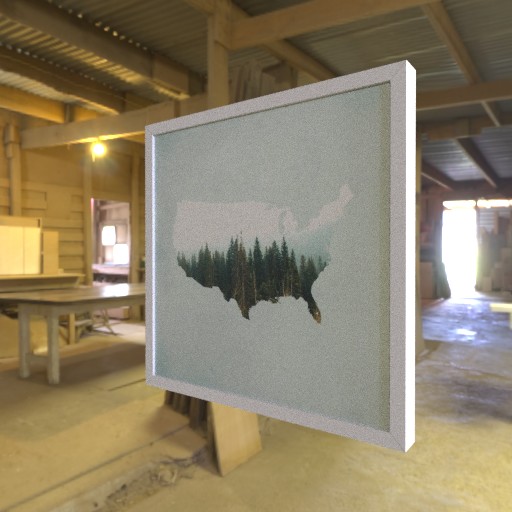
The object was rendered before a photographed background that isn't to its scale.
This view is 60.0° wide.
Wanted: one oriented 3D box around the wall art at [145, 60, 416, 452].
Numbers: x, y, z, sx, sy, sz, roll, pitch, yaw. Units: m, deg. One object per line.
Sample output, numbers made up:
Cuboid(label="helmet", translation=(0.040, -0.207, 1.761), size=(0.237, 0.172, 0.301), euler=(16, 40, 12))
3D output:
Cuboid(label="wall art", translation=(0.000, 0.000, 0.740), size=(0.509, 0.509, 0.040), euler=(0, 1, 36))
